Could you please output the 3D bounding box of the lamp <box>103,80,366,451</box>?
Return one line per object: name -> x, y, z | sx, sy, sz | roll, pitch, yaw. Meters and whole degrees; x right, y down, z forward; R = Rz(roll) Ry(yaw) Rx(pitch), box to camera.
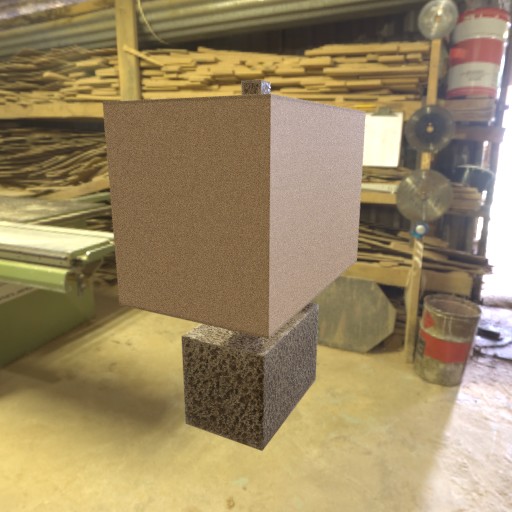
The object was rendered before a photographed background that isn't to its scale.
lamp -> 0.000, 0.000, 0.557 | 0.180, 0.411, 0.294 | 8, 17, 27
